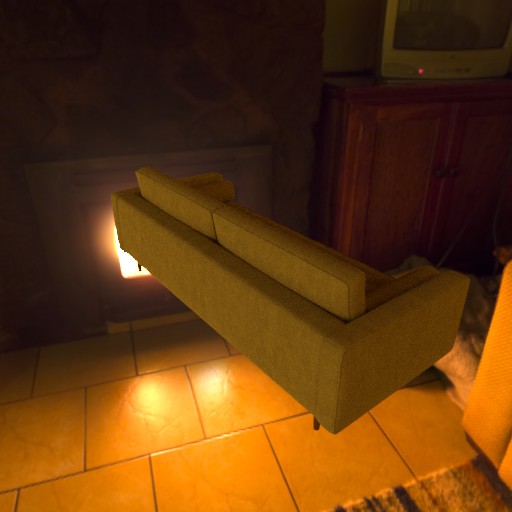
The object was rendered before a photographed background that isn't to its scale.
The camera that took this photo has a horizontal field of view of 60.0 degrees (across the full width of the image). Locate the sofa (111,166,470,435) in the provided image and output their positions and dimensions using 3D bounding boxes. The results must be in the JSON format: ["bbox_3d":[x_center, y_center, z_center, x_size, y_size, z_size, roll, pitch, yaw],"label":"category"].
[{"bbox_3d":[0.000,0.000,2.686,0.919,0.770,2.200,-20,33,-33],"label":"sofa"}]
